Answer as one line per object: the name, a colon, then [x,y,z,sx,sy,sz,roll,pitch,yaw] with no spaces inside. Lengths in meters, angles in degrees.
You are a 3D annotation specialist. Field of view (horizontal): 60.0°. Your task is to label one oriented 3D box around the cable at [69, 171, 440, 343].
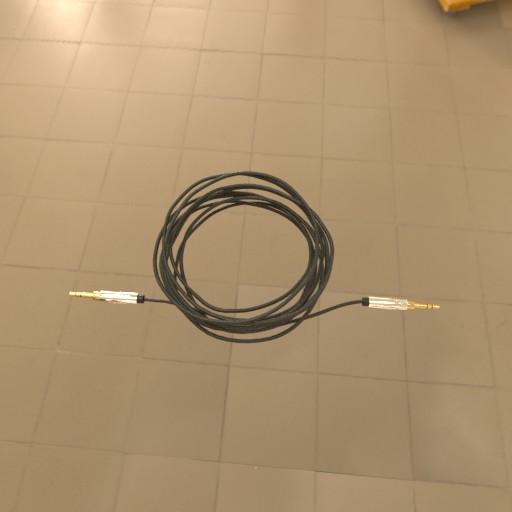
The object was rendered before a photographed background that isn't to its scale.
cable: [0.000,0.000,0.512,0.432,0.069,0.198,4,65,2]
